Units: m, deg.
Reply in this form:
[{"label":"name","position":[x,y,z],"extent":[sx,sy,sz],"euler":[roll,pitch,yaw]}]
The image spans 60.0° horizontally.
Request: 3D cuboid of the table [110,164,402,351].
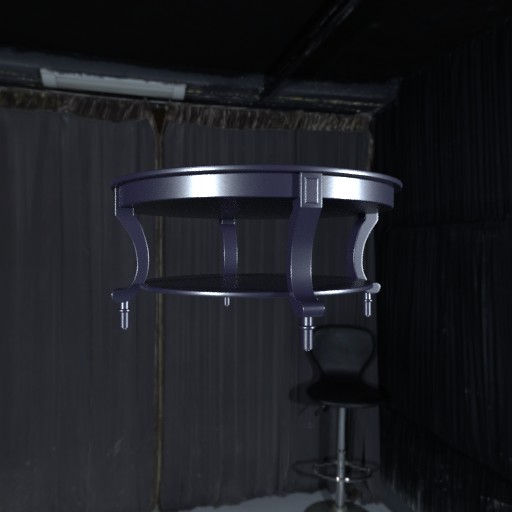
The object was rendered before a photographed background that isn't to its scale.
[{"label":"table","position":[0.000,0.000,1.642],"extent":[1.029,0.491,1.029],"euler":[0,1,0]}]
